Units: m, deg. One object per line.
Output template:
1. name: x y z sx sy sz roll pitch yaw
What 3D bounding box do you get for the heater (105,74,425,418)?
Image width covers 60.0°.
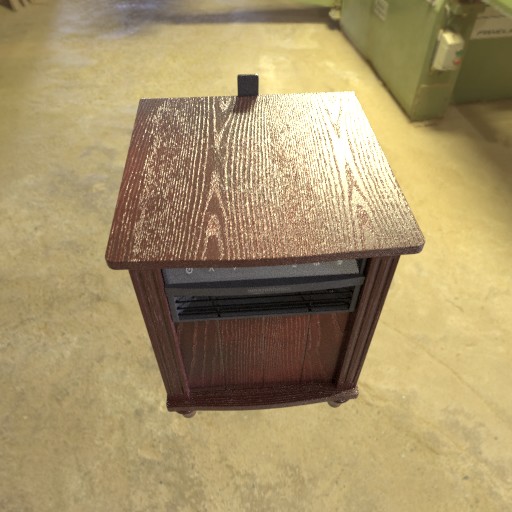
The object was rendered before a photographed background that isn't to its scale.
1. heater: 0.000 0.000 0.772 0.362 0.481 0.400 -3 46 -3
